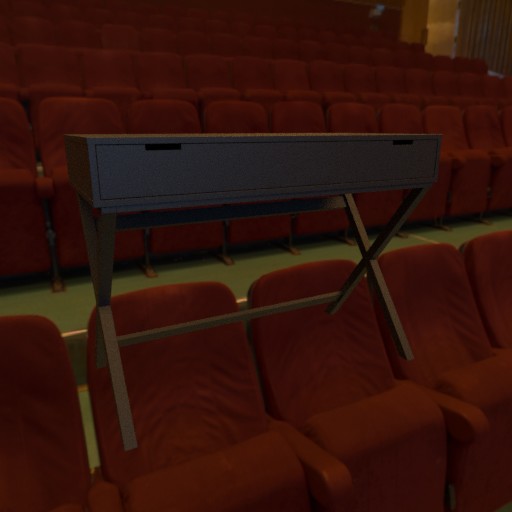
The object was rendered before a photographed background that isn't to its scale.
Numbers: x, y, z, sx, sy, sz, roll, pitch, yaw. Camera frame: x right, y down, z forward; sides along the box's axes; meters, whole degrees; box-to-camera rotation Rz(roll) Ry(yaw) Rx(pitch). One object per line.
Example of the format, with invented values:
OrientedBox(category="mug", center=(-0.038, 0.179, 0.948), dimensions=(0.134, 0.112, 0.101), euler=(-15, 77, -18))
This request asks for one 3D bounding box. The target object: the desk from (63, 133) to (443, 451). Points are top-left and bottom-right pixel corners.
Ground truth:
OrientedBox(category="desk", center=(0.000, 0.000, 1.475), dimensions=(1.057, 0.780, 0.504), euler=(-8, 18, -27))
